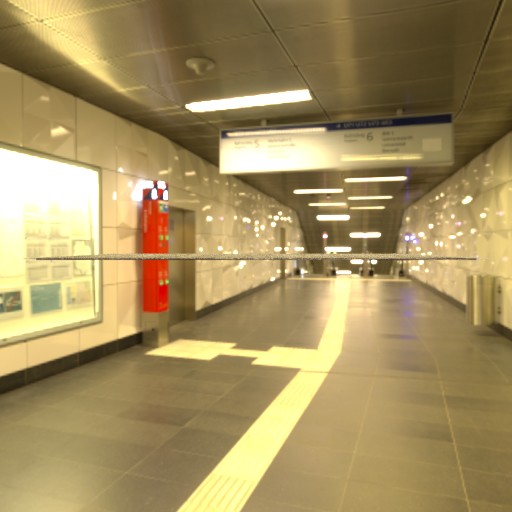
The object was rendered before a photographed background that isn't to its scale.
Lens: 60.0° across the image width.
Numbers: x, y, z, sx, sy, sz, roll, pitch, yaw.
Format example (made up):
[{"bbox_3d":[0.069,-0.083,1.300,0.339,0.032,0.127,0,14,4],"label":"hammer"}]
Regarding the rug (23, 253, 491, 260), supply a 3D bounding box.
[{"bbox_3d":[0.000,0.000,3.057,2.440,0.010,1.529,0,1,0],"label":"rug"}]
